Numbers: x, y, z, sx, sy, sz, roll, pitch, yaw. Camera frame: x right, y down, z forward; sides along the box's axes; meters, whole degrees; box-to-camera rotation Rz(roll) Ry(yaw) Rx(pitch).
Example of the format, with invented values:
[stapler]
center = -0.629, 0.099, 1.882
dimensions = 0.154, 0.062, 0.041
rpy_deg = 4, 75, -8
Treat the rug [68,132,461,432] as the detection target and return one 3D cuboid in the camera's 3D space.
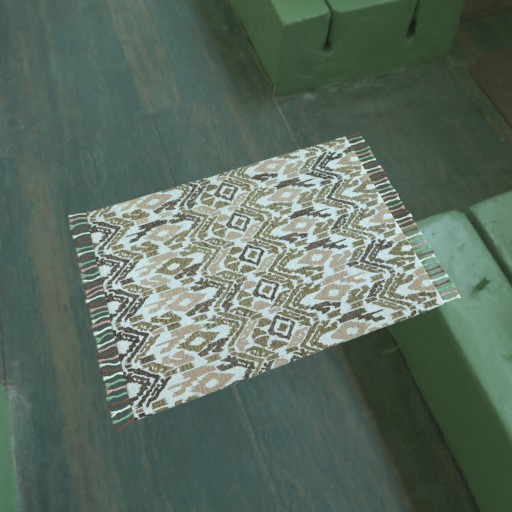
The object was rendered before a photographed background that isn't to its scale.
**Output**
[rug]
center = 0.000, 0.000, 2.389
dimensions = 1.829, 0.008, 1.219
rpy_deg = -18, 65, -9
